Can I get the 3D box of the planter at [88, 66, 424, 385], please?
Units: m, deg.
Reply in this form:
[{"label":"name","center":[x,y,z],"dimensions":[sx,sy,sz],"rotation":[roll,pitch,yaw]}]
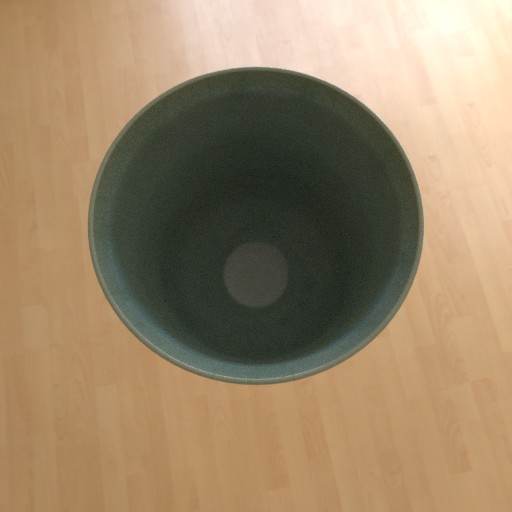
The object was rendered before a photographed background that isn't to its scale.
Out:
[{"label":"planter","center":[0.000,0.000,0.364],"dimensions":[0.198,0.214,0.198],"rotation":[0,75,0]}]
